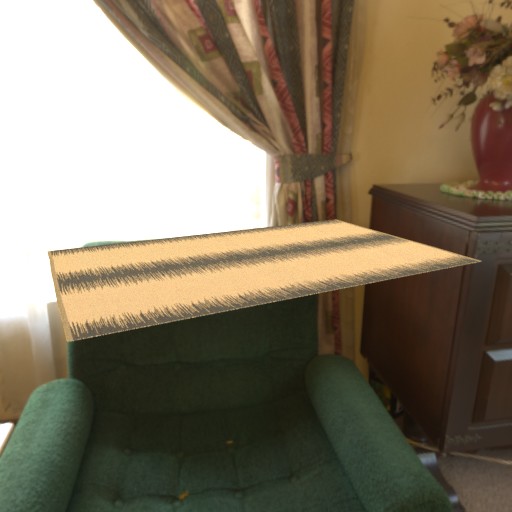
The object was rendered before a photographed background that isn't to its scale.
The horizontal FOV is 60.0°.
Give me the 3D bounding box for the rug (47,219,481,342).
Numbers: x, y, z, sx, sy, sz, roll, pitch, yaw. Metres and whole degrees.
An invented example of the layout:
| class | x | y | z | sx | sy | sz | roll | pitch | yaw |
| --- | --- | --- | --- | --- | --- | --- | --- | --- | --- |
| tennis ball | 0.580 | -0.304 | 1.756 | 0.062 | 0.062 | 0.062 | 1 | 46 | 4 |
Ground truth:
| class | x | y | z | sx | sy | sz | roll | pitch | yaw |
| --- | --- | --- | --- | --- | --- | --- | --- | --- | --- |
| rug | 0.000 | 0.000 | 2.924 | 2.453 | 0.003 | 1.519 | -8 | 18 | -26 |
